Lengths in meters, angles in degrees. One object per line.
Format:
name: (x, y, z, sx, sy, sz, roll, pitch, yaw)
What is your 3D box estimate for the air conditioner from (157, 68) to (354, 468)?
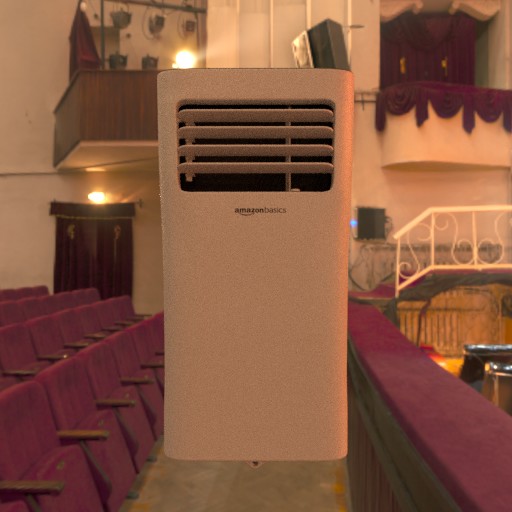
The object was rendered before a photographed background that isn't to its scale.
air conditioner: (0.000, 0.000, 0.903, 0.352, 0.716, 0.369, 0, -1, 0)
